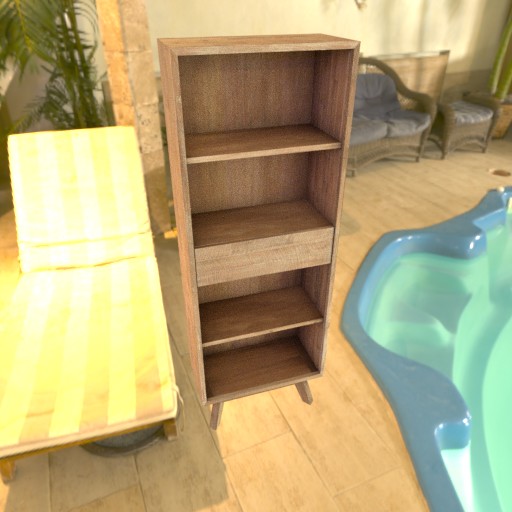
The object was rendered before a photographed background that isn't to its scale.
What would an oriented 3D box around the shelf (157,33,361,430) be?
[{"bbox_3d":[0.000,0.000,1.524,0.491,1.342,0.267,-9,32,-15],"label":"shelf"}]
